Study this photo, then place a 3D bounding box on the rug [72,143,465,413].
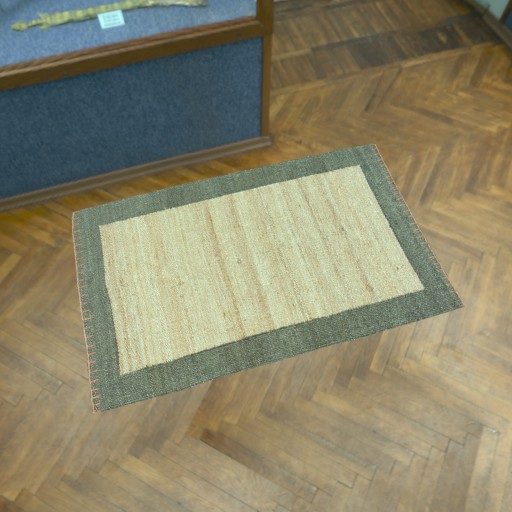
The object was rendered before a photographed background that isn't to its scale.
[{"bbox_3d":[0.000,0.000,3.091,2.435,0.006,1.521,-14,62,-8],"label":"rug"}]
